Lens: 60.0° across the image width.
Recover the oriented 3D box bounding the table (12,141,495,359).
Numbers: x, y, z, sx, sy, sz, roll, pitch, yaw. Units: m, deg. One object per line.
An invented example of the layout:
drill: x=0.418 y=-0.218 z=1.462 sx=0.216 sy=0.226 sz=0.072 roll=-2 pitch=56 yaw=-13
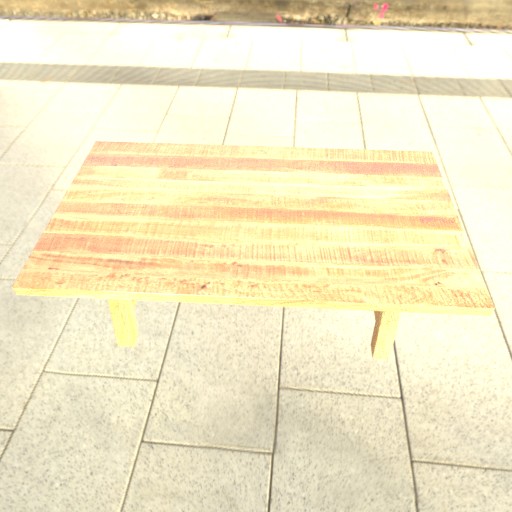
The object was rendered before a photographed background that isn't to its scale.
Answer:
table: x=0.000 y=0.000 z=1.635 sx=1.320 sy=0.455 sz=0.760 roll=2 pitch=46 yaw=2
